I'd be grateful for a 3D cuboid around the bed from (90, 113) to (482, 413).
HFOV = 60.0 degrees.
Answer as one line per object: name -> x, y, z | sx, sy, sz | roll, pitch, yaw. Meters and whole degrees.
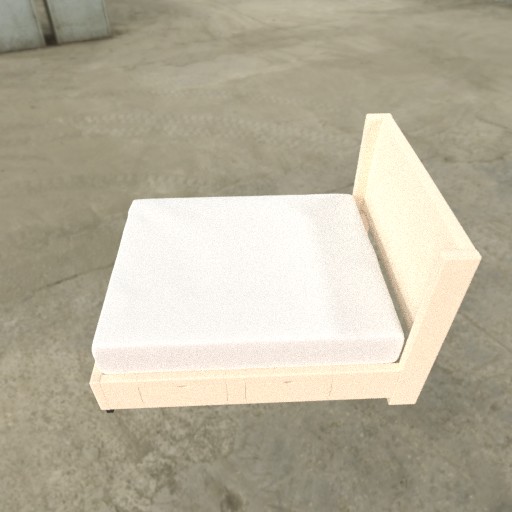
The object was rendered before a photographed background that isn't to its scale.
bed -> 0.000, 0.000, 3.405 | 2.280, 1.471, 1.765 | -2, 42, -2
